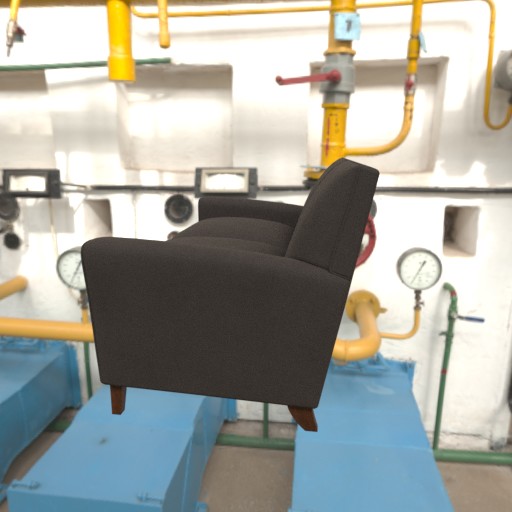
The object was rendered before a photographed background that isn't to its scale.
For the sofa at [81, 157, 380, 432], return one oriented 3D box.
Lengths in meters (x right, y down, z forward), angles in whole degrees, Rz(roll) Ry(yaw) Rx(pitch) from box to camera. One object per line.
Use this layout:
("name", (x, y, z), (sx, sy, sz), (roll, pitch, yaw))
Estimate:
("sofa", (0.000, 0.000, 1.985), (0.871, 0.846, 1.420), (2, 13, 8))
